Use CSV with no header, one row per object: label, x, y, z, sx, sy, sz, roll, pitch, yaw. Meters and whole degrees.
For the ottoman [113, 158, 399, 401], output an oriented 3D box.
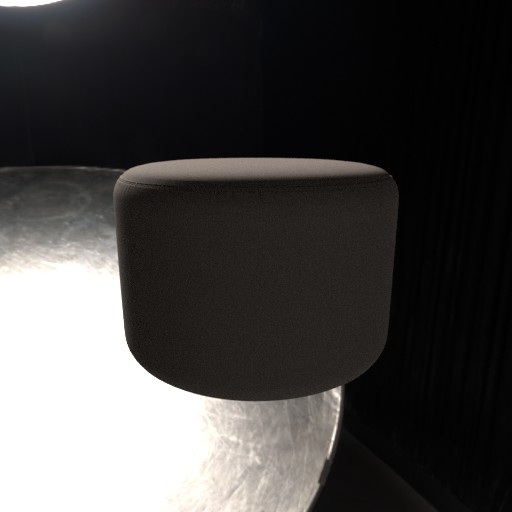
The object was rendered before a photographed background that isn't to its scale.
ottoman,0.000,0.000,1.024,0.608,0.433,0.608,0,15,0
